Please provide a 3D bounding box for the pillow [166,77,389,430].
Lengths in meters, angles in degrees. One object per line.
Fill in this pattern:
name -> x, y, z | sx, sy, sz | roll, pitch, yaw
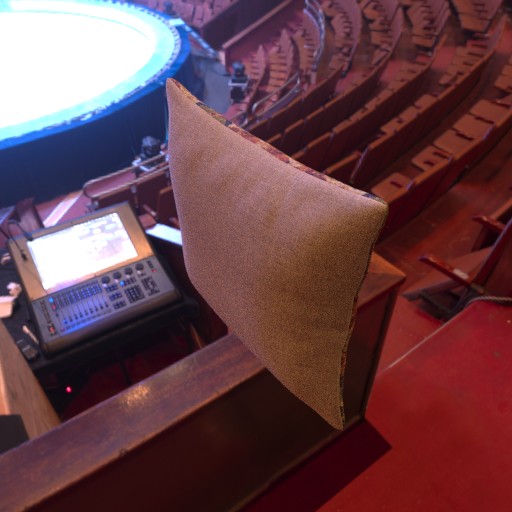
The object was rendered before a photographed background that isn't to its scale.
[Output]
pillow -> 0.000, 0.000, 0.817 | 0.166, 0.506, 0.523 | -26, 47, -27
